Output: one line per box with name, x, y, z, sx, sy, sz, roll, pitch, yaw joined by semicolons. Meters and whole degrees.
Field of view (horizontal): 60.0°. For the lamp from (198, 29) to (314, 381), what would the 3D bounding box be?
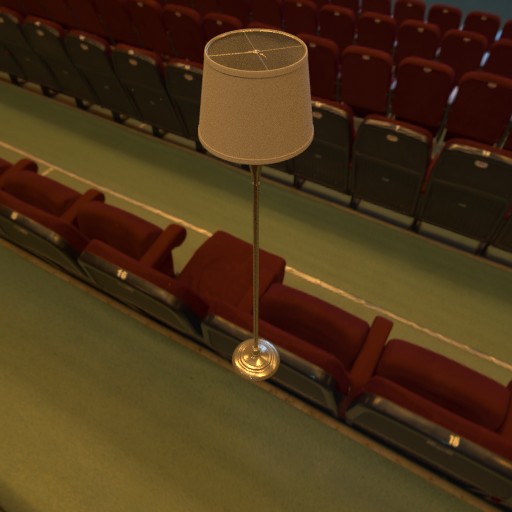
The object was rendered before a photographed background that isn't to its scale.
lamp;0.000;0.000;1.645;0.327;1.506;0.327;23;51;20
